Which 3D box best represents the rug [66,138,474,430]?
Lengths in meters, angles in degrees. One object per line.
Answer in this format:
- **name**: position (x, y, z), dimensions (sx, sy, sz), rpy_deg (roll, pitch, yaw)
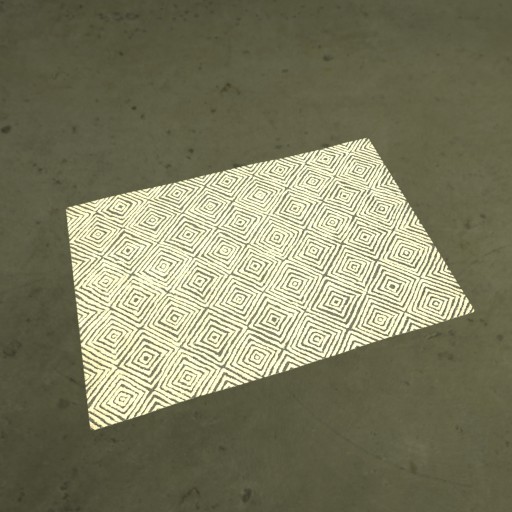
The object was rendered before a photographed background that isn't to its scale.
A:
- **rug**: position (0.000, 0.000, 2.199), dimensions (1.750, 0.004, 1.177), rpy_deg (-15, 60, -9)
